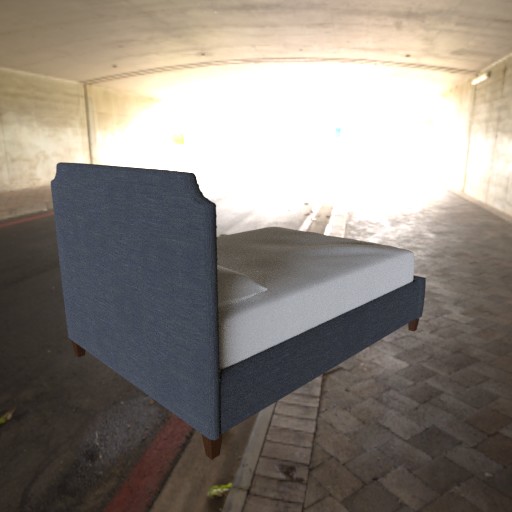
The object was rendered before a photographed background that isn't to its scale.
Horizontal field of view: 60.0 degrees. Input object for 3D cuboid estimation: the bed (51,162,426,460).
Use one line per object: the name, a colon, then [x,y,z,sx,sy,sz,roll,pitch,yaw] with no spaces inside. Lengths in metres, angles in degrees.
bed: [0.000,0.000,3.408,1.713,1.443,2.372,14,20,43]
